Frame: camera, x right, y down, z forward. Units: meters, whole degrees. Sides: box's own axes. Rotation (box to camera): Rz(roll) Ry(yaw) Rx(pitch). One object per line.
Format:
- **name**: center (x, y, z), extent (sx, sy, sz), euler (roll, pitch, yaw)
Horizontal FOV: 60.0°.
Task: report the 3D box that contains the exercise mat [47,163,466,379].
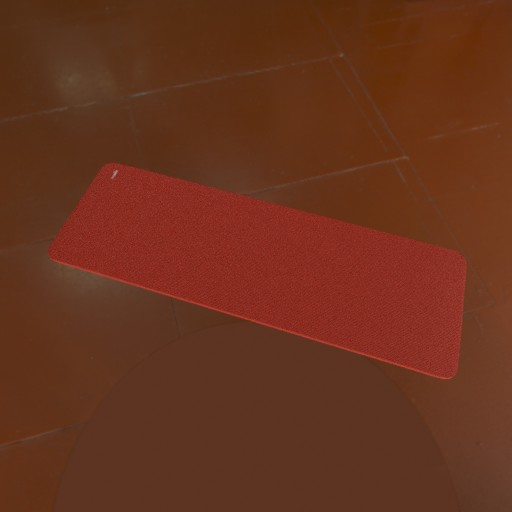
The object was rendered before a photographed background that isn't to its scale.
- **exercise mat**: center (0.000, 0.000, 2.049), extent (1.869, 0.021, 0.616), euler (16, 61, 9)
